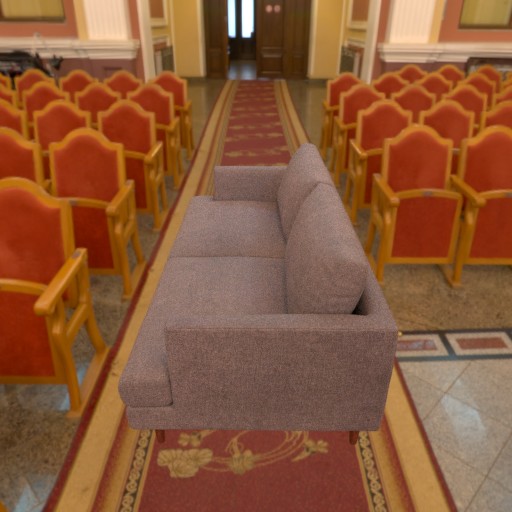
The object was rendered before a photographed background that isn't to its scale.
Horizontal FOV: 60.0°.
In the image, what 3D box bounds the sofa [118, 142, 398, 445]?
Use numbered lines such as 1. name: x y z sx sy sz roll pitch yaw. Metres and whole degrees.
1. sofa: 0.000 0.000 2.480 1.020 0.868 1.948 0 28 0
